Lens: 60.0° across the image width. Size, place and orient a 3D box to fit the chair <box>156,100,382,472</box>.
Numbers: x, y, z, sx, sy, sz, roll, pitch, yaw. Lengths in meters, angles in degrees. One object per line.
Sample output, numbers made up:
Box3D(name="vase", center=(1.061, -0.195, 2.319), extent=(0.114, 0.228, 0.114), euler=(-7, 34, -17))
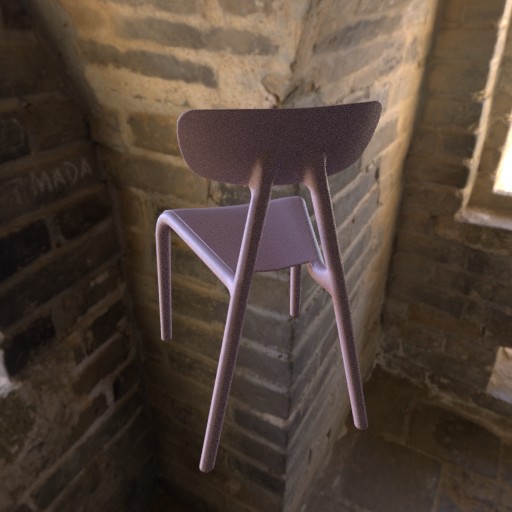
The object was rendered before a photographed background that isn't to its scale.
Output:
Box3D(name="chair", center=(0.000, 0.000, 0.823), extent=(0.356, 0.580, 0.401), euler=(-8, 28, -16))
